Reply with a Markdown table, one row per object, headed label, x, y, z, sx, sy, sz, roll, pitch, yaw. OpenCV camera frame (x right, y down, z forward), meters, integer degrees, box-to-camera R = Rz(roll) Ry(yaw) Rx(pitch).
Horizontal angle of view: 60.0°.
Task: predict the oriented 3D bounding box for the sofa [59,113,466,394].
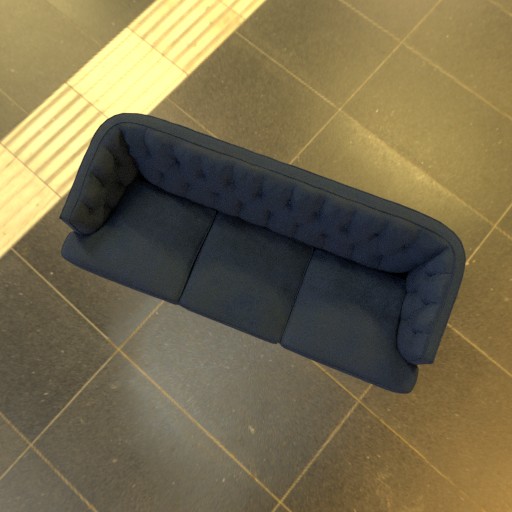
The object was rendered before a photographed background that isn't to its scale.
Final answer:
| label | x | y | z | sx | sy | sz | roll | pitch | yaw |
| --- | --- | --- | --- | --- | --- | --- | --- | --- | --- |
| sofa | 0.000 | 0.000 | 2.764 | 2.278 | 0.855 | 0.941 | 21 | 77 | 5 |
